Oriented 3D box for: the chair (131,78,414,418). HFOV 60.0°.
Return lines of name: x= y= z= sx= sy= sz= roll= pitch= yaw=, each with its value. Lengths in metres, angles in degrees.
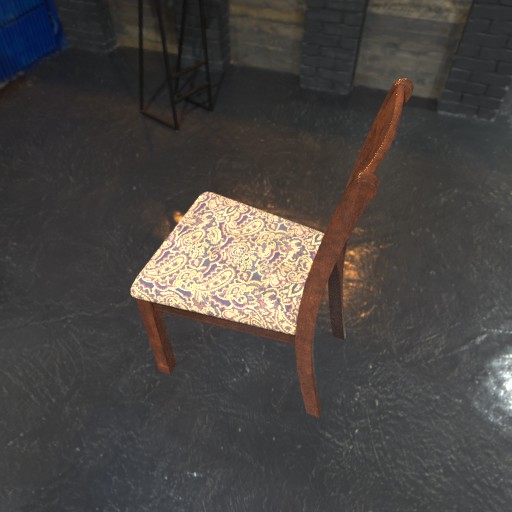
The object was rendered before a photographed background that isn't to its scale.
chair: x=0.000 y=0.000 z=1.261 sx=0.584 sy=0.965 sz=0.457 roll=17 pitch=49 yaw=15
